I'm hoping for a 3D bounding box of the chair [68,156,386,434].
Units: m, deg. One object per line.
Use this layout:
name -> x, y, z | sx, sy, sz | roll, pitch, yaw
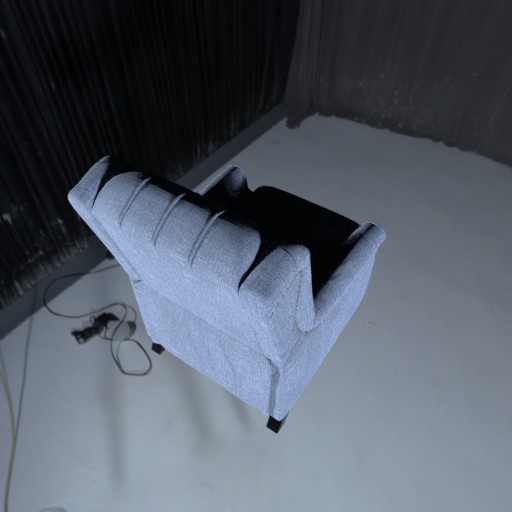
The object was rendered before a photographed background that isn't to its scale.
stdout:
chair -> 0.000, 0.000, 1.660 | 0.742, 1.035, 0.898 | 27, 53, 22
